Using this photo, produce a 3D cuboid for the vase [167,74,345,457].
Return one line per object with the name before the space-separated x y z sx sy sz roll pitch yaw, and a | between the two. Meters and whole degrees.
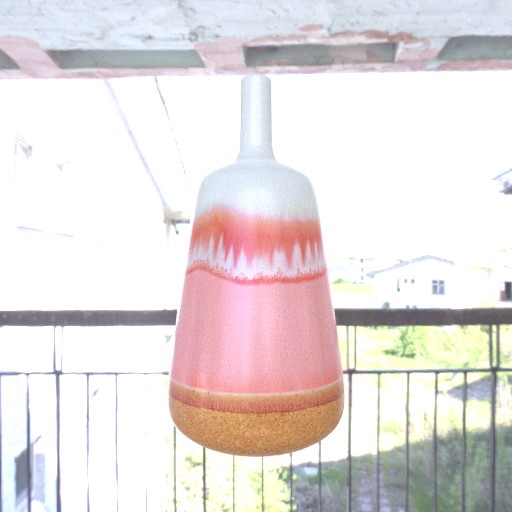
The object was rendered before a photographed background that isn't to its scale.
vase | 0.000 0.000 0.370 0.144 0.296 0.144 0 -1 0
